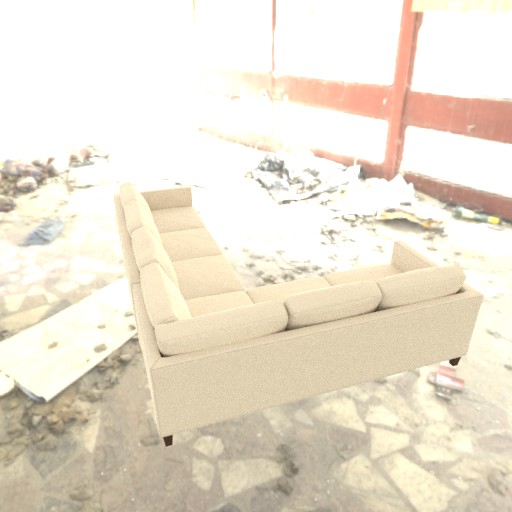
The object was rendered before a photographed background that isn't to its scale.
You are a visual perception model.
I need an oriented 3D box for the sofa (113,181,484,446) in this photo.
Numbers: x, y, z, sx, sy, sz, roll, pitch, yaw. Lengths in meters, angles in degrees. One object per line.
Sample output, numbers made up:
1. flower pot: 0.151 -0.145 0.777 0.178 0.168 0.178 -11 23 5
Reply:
1. sofa: 0.000 0.000 4.312 2.432 0.863 3.182 -9 29 -17
